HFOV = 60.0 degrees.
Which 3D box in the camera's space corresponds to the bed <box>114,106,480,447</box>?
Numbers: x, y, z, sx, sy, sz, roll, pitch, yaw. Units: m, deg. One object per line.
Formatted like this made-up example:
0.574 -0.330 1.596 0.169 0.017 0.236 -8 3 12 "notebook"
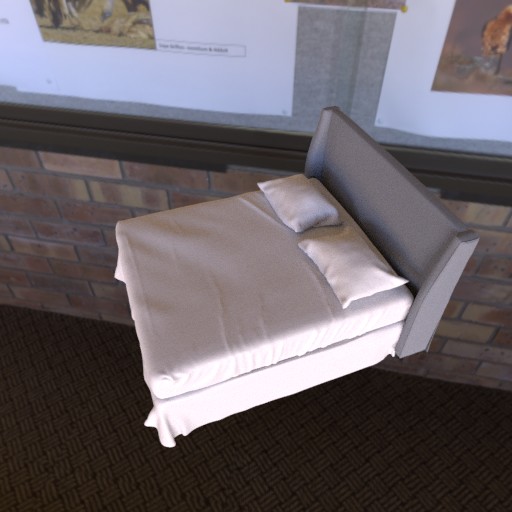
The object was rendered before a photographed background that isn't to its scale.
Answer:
0.000 0.000 3.530 2.276 1.332 1.925 -15 46 -14 "bed"
